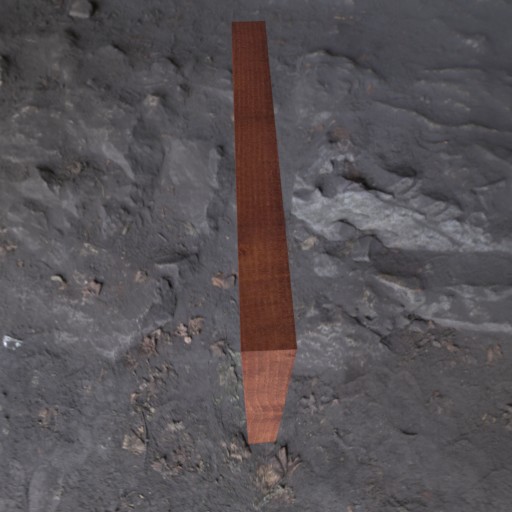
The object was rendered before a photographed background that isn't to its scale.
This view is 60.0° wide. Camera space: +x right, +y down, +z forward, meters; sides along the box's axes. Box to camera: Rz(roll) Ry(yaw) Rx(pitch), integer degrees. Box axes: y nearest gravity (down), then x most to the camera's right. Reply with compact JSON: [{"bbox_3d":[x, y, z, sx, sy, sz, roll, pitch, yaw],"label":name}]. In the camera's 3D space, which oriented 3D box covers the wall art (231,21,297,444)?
[{"bbox_3d":[0.000,0.000,0.564,0.038,0.385,0.386,-2,59,-1],"label":"wall art"}]
